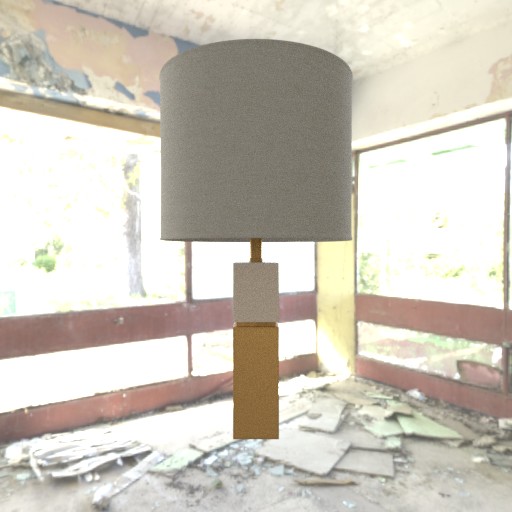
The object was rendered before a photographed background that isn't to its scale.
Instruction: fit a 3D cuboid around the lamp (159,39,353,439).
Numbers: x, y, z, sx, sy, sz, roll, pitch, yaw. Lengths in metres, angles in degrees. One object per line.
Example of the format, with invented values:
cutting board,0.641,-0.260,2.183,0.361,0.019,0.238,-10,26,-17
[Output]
lamp,0.000,0.000,0.539,0.229,0.417,0.229,0,1,0
